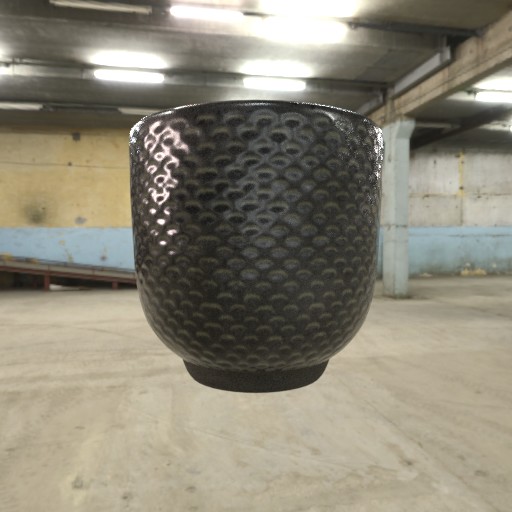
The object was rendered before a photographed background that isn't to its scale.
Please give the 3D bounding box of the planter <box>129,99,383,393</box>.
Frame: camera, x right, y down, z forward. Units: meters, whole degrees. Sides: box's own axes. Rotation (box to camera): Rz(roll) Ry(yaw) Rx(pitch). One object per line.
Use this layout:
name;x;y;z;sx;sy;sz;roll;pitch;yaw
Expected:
planter;0.000;0.000;0.359;0.197;0.191;0.197;0;2;0
